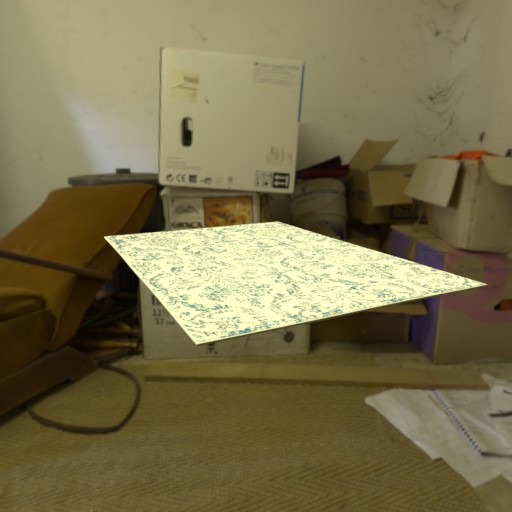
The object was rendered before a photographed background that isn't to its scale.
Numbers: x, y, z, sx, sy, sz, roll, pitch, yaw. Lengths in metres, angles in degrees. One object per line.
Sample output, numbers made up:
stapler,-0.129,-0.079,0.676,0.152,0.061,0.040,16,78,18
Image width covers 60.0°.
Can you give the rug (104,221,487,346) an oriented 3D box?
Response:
rug,0.000,0.000,2.902,1.586,0.014,2.197,-7,16,-26
